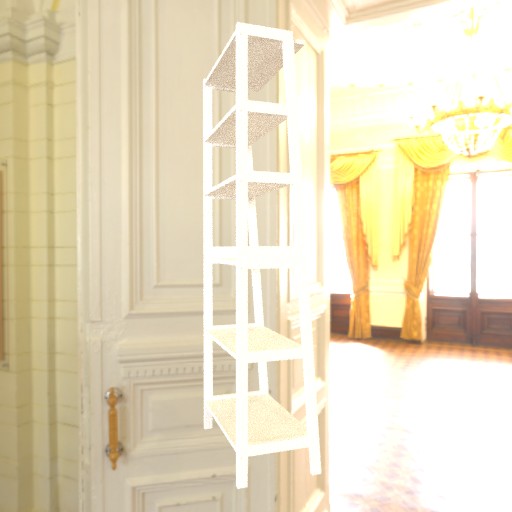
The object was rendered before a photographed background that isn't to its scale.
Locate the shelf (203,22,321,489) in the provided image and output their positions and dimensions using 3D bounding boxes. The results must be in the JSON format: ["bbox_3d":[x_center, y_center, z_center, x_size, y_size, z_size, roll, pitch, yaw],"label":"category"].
[{"bbox_3d":[0.000,0.000,2.166,0.381,1.892,0.660,0,1,-19],"label":"shelf"}]
